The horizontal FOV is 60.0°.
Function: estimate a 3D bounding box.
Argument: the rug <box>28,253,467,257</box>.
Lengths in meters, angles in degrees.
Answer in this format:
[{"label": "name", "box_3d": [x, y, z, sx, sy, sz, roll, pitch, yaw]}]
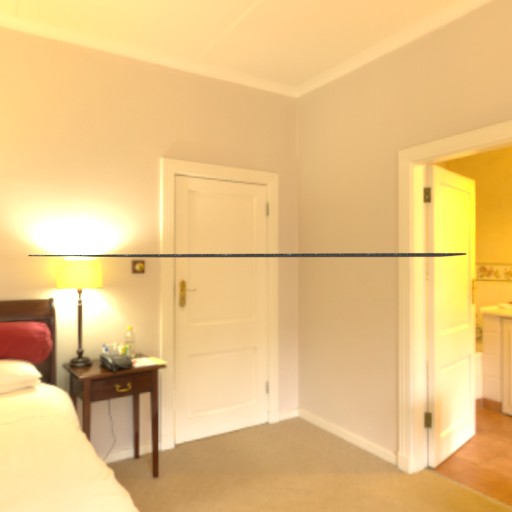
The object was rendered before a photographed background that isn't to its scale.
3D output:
[{"label": "rug", "box_3d": [0.000, 0.000, 2.202, 1.795, 0.008, 1.102, 0, -1, 19]}]
